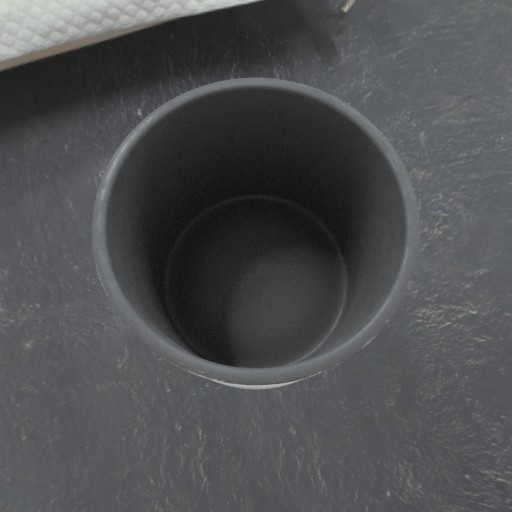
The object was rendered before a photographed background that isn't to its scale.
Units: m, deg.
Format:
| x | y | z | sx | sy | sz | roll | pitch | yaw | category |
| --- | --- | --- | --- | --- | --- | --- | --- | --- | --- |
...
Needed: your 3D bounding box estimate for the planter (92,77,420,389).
| x | y | z | sx | sy | sz | roll | pitch | yaw | category |
| --- | --- | --- | --- | --- | --- | --- | --- | --- | --- |
| 0.000 | 0.000 | 0.441 | 0.254 | 0.221 | 0.254 | 0 | 73 | 0 | planter |
